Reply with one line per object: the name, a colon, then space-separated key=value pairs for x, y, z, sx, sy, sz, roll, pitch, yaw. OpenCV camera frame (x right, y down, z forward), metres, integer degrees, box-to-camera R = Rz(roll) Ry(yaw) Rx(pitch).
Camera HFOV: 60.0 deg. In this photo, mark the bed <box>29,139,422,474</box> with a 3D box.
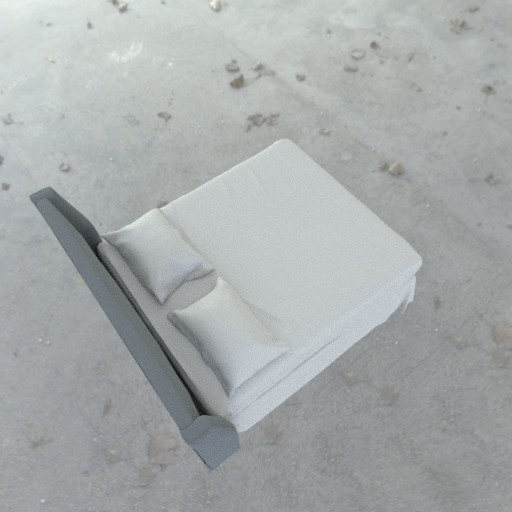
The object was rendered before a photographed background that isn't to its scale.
bed: x=0.000 y=0.000 z=3.374 sx=2.276 sy=1.332 sz=1.925 roll=-33 pitch=64 yaw=-18
